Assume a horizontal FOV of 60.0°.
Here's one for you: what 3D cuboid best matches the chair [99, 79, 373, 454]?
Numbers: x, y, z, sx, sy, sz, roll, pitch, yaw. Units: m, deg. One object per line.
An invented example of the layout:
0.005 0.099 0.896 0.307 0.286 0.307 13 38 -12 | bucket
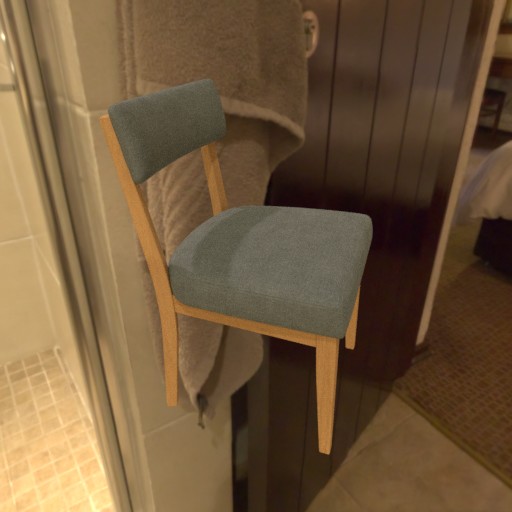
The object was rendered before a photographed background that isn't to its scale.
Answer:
0.000 0.000 1.200 0.572 0.832 0.508 9 30 17 | chair
